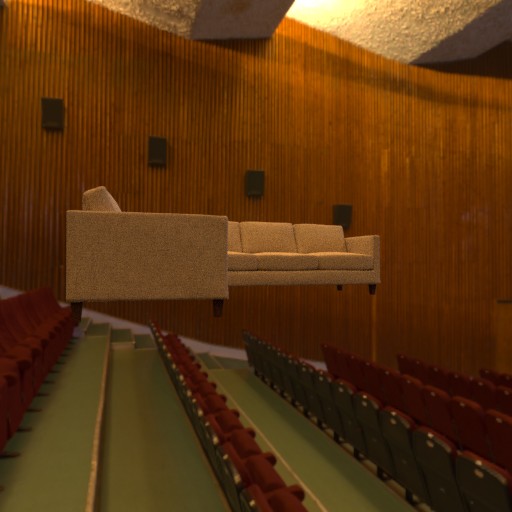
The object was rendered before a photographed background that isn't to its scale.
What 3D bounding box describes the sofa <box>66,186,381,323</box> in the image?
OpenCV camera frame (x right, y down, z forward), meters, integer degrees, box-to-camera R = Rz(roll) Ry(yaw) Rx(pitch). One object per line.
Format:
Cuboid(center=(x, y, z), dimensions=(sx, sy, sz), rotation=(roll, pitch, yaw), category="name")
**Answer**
Cuboid(center=(0.000, 0.000, 4.292), dimensions=(3.182, 0.863, 2.432), rotation=(0, -1, -18), category="sofa")
